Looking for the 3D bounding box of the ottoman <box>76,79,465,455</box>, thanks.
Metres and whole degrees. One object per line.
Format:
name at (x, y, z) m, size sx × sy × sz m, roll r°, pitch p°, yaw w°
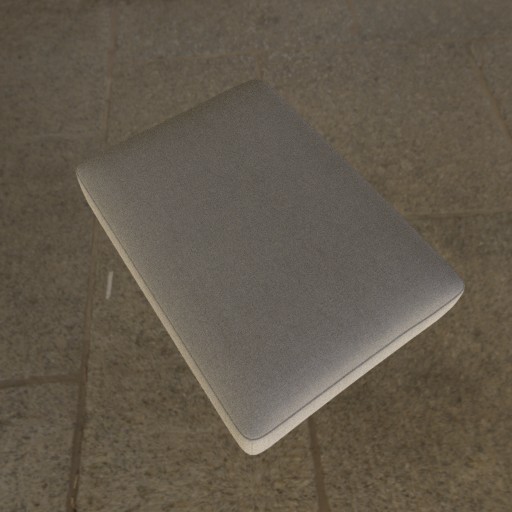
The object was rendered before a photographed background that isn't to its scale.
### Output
ottoman at (0.000, 0.000, 1.086) m, size 0.549 × 0.428 × 0.749 m, roll -31°, pitch 66°, yaw -16°
